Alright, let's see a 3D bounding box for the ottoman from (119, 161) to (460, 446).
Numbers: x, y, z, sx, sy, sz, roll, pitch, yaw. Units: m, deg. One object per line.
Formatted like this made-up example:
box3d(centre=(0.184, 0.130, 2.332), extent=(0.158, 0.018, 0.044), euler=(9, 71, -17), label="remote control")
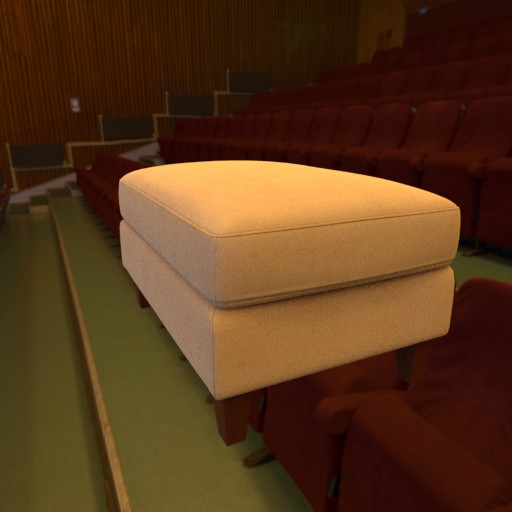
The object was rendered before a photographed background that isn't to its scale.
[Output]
box3d(centre=(0.000, 0.000, 1.213), extent=(0.584, 0.483, 0.864), euler=(-8, 19, -25), label="ottoman")
